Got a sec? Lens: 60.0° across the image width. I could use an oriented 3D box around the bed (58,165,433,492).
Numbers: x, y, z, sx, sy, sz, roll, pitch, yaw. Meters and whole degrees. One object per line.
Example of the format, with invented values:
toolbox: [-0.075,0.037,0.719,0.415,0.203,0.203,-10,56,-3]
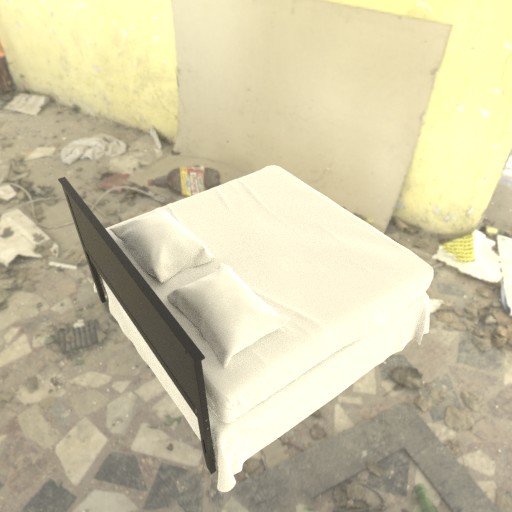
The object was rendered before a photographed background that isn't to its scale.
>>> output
bed: [0.000,0.000,3.578,2.219,1.271,2.315,-26,47,-26]
